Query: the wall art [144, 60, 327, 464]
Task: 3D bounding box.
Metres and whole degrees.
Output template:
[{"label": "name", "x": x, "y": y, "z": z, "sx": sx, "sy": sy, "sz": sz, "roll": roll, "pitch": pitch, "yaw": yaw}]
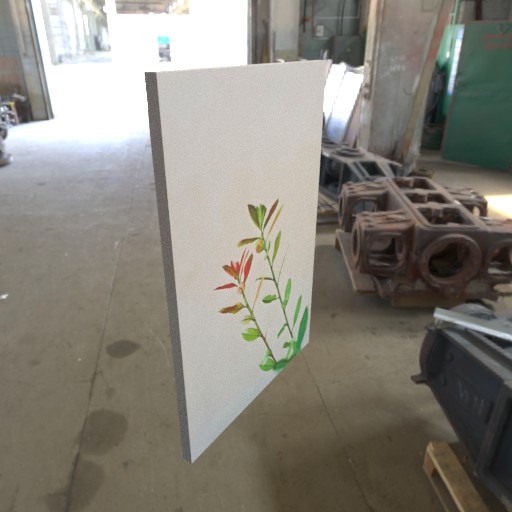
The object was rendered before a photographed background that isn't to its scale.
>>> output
[{"label": "wall art", "x": 0.000, "y": 0.000, "z": 1.440, "sx": 0.038, "sy": 1.143, "sz": 0.764, "roll": 17, "pitch": 31, "yaw": 31}]
